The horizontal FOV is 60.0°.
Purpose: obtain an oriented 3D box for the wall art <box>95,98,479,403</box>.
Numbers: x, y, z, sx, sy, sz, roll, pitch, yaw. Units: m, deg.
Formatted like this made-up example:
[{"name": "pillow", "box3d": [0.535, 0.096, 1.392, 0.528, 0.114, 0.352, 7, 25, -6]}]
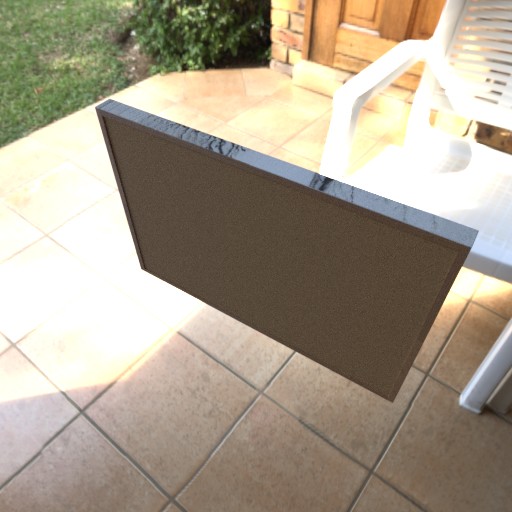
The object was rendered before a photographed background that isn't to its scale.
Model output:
[{"name": "wall art", "box3d": [0.000, 0.000, 0.784, 0.613, 0.407, 0.035, 25, 52, 21]}]
